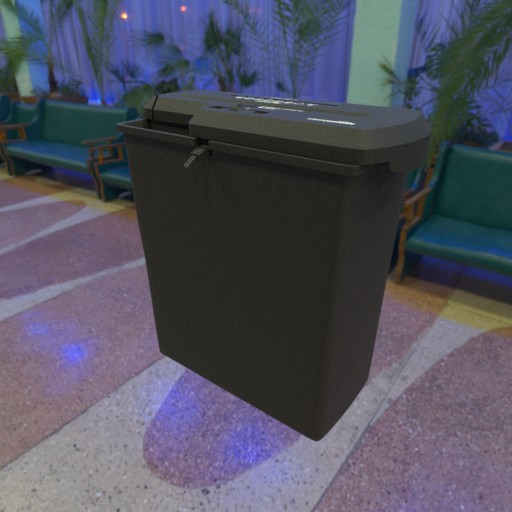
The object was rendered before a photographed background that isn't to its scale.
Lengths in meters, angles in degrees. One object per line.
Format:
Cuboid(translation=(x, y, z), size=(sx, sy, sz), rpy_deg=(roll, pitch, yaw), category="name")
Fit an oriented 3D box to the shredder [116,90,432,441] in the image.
Cuboid(translation=(0.000, 0.000, 0.500), size=(0.320, 0.335, 0.170), rpy_deg=(19, 32, 33), category="shredder")
